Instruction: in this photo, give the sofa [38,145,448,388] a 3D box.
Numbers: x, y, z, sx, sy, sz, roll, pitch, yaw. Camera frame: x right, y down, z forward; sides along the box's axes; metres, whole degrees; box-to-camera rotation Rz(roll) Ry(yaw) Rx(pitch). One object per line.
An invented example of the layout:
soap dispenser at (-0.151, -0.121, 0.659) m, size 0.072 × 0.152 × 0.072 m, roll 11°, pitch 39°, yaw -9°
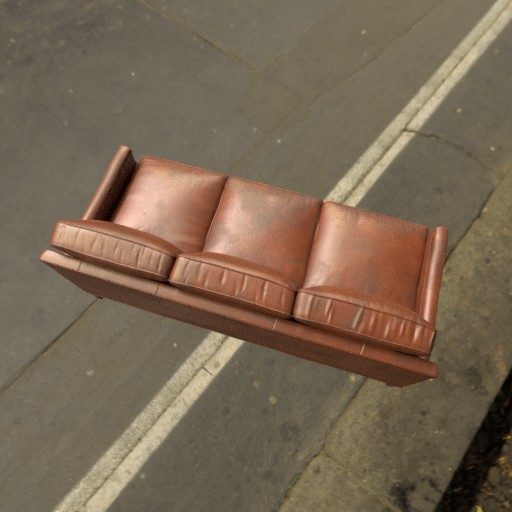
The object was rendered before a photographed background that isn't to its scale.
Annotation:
sofa at (0.000, 0.000, 2.800) m, size 2.240 × 1.003 × 1.084 m, roll 15°, pitch 65°, yaw 7°
